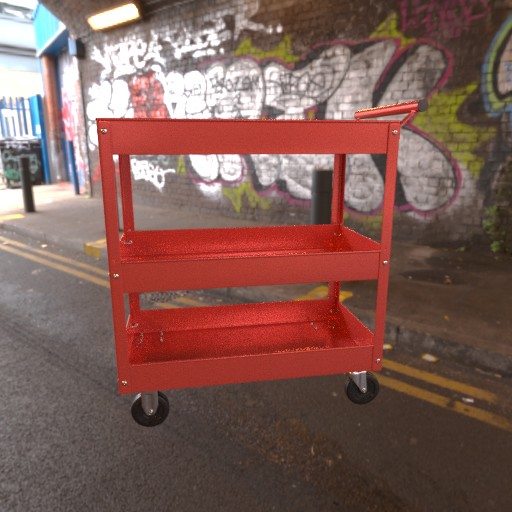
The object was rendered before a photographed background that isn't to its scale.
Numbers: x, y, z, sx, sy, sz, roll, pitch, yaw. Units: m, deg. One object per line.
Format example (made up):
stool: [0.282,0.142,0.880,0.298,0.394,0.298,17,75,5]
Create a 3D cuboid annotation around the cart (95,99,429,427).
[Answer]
cart: [0.000,0.000,1.196,0.719,0.780,0.366,-3,15,-10]
